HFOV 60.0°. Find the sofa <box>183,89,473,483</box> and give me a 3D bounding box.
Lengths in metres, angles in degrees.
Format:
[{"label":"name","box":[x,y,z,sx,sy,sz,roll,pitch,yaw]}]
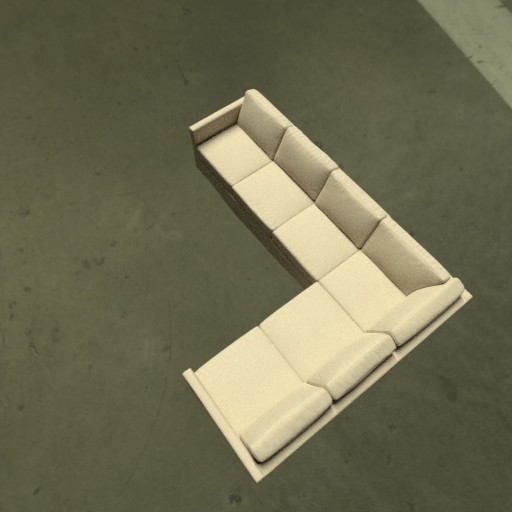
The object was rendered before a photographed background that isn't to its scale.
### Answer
[{"label":"sofa","box":[0.000,0.000,4.359,2.432,0.871,3.182,-34,68,-16]}]
